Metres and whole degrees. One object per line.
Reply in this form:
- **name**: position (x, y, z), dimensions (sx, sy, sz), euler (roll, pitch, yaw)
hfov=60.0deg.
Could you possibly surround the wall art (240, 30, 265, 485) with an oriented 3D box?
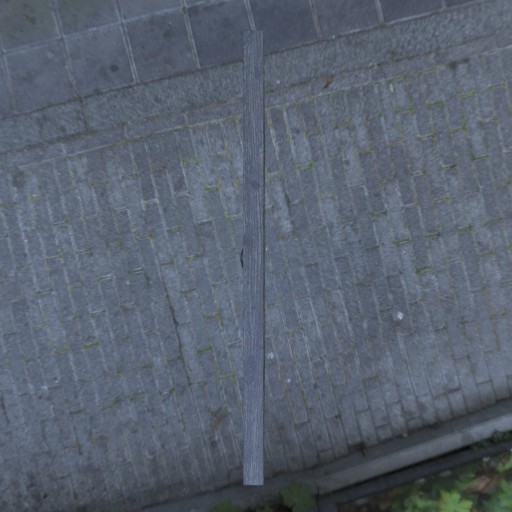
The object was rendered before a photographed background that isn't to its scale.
- **wall art**: position (0.000, 0.000, 0.679), dimensions (0.027, 0.459, 0.462), euler (0, 91, 1)
